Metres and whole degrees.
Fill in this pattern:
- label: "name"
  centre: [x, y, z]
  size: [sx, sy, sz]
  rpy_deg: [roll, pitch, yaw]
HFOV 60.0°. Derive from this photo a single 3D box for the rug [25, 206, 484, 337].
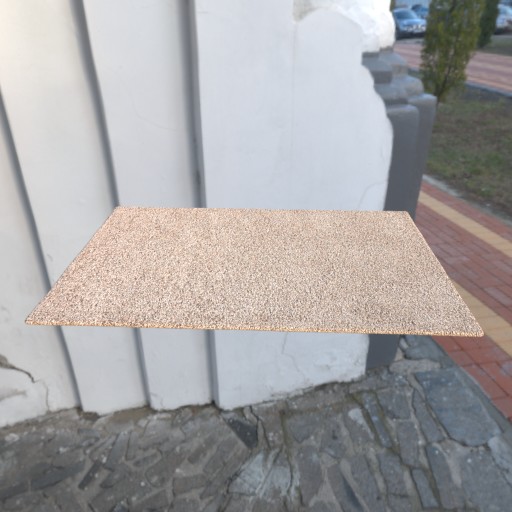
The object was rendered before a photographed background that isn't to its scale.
- label: "rug"
  centre: [0.000, 0.000, 3.404]
  size: [2.743, 0.030, 1.778]
  rpy_deg: [1, 29, 2]
